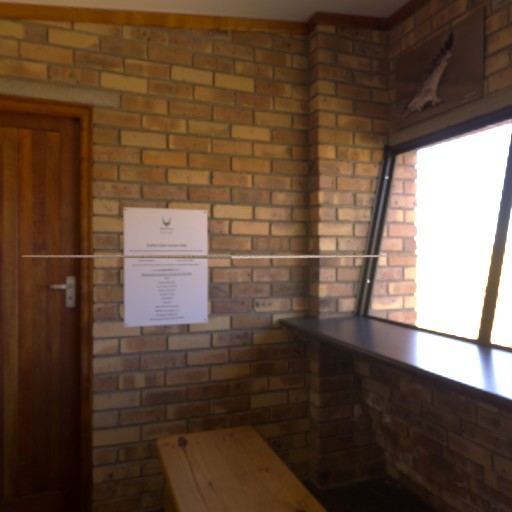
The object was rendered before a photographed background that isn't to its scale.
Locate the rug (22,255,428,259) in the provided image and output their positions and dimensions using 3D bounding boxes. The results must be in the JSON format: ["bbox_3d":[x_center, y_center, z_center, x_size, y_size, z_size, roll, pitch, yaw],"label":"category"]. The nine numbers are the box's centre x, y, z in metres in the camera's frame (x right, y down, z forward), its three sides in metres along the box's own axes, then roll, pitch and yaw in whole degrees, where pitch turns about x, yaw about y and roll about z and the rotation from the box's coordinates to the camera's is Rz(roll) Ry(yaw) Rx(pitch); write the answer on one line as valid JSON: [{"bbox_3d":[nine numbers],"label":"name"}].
[{"bbox_3d":[0.000,0.000,2.323,1.220,0.007,1.828,0,0,37],"label":"rug"}]
